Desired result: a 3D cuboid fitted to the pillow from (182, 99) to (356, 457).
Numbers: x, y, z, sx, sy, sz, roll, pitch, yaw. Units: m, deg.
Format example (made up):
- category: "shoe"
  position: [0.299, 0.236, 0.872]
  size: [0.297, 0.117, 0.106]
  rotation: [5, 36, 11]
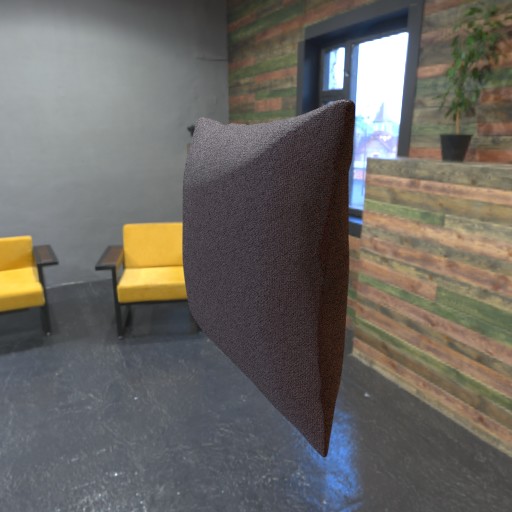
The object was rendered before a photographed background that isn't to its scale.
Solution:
- category: "pillow"
  position: [0.000, 0.000, 0.703]
  size: [0.204, 0.439, 0.452]
  rotation: [-7, 17, -25]
